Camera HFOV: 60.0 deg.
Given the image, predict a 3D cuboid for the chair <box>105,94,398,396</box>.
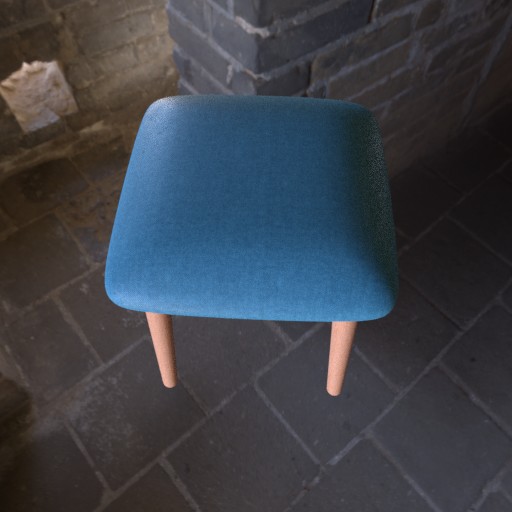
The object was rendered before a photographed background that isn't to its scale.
[{"bbox_3d":[0.000,0.000,0.744,0.360,0.450,0.360,2,60,1],"label":"chair"}]
